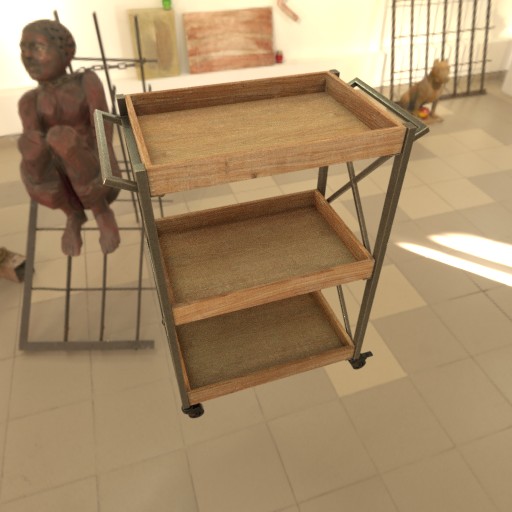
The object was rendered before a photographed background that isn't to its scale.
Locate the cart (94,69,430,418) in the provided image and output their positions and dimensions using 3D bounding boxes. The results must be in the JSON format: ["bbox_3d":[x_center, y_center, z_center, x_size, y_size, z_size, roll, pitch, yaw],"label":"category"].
[{"bbox_3d":[0.000,0.000,1.230,0.673,0.835,0.377,-12,42,-14],"label":"cart"}]
